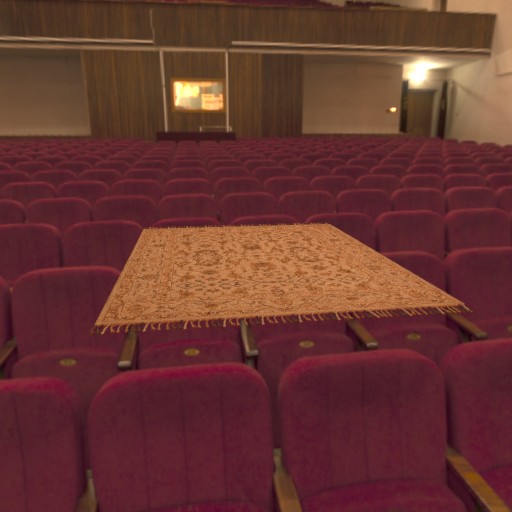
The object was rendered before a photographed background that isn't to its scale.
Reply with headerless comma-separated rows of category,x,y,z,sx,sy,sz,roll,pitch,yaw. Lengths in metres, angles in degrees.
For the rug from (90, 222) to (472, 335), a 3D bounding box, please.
rug,0.000,0.000,2.256,1.278,0.009,1.726,-2,15,-8
